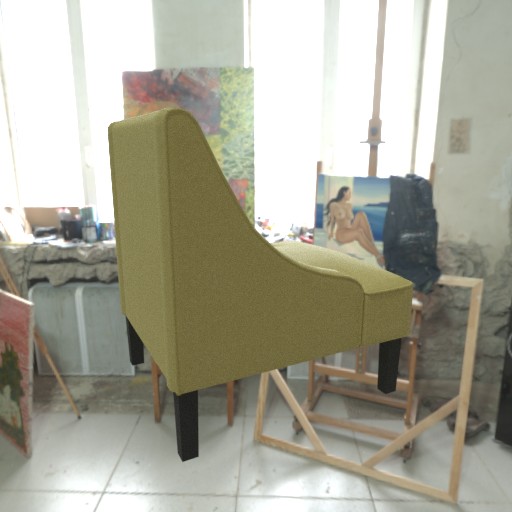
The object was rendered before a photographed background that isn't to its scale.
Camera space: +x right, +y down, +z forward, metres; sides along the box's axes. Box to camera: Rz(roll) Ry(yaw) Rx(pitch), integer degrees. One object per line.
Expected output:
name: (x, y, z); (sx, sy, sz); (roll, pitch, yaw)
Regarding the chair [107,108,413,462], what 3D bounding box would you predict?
chair: (0.000, 0.000, 1.515); (0.814, 0.896, 0.696); (-7, 16, -27)
